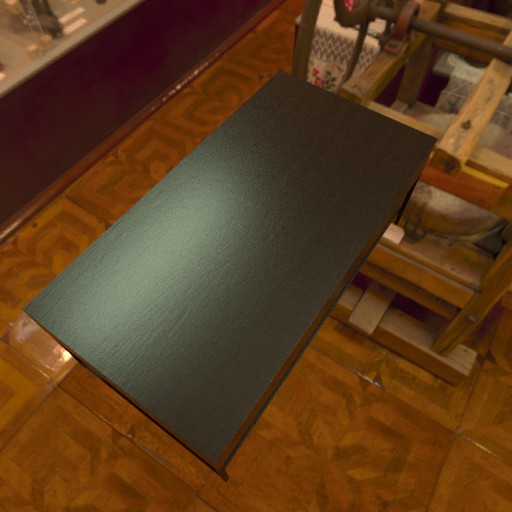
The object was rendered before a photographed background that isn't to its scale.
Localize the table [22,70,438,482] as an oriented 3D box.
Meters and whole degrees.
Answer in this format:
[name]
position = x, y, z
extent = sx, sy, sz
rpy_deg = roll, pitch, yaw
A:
[table]
position = 0.000, 0.000, 1.373
extent = 0.574, 0.435, 1.095
rpy_deg = 31, 63, 18
